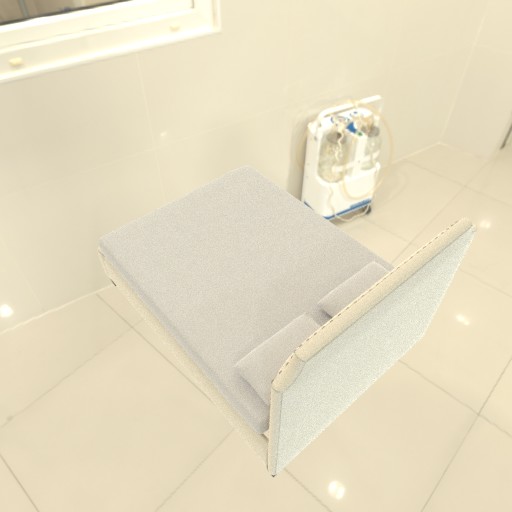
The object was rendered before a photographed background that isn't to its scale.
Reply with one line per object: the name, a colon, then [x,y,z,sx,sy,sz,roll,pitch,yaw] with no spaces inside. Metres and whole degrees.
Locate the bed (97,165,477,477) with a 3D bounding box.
bed: [0.000,0.000,3.445,1.712,1.497,2.372,-32,55,-26]
